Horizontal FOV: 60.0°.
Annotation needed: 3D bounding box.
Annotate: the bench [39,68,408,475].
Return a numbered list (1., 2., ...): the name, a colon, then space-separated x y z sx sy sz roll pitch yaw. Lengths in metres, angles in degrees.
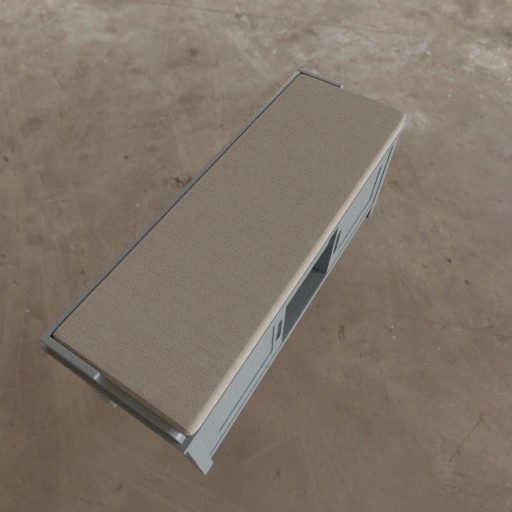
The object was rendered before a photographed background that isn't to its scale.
1. bench: 0.000 0.000 1.349 0.398 0.501 1.140 28 61 17
